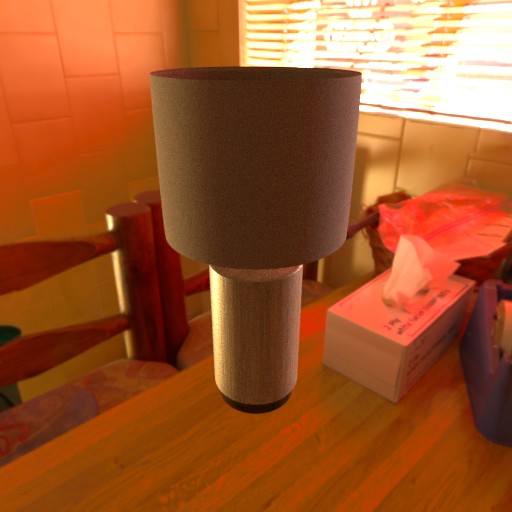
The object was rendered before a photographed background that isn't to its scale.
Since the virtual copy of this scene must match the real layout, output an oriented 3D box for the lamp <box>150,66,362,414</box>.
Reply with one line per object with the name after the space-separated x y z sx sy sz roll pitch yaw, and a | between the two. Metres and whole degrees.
0.000 0.000 0.579 0.228 0.444 0.228 8 27 16 | lamp
